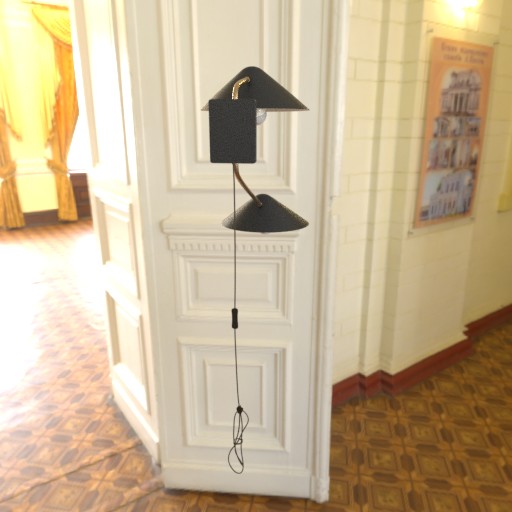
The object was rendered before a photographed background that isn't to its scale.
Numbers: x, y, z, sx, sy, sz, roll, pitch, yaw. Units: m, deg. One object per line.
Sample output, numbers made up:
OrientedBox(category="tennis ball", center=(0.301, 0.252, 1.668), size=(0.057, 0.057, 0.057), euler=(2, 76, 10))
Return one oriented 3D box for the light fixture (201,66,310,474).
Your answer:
OrientedBox(category="light fixture", center=(0.000, 0.000, 0.852), size=(0.189, 0.665, 0.422), euler=(3, 17, 9))
